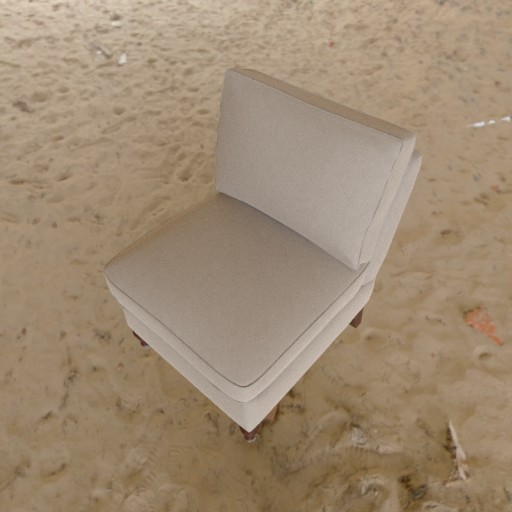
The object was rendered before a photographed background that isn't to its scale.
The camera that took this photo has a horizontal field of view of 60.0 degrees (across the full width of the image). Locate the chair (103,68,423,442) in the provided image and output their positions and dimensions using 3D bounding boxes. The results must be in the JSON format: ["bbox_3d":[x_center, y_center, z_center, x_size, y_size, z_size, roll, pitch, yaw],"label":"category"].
[{"bbox_3d":[0.000,0.000,1.652,0.724,1.052,0.912,33,55,26],"label":"chair"}]
